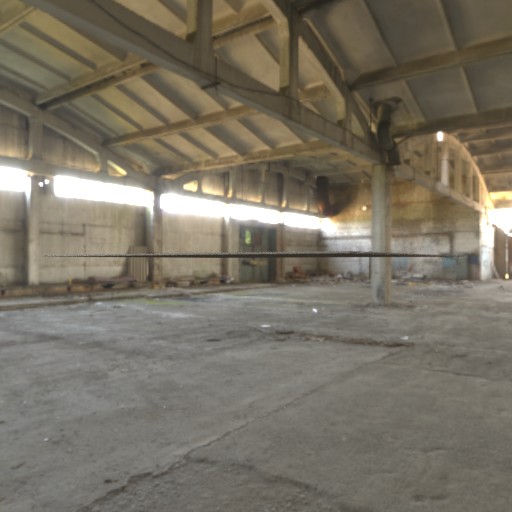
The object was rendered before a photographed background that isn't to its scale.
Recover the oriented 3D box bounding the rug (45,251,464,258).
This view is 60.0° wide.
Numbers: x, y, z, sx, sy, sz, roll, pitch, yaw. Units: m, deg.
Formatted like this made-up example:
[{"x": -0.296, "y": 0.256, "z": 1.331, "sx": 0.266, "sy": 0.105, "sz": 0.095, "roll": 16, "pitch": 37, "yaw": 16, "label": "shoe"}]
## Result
[{"x": 0.000, "y": 0.000, "z": 4.037, "sx": 3.051, "sy": 0.013, "sz": 2.380, "roll": 0, "pitch": -1, "yaw": 36, "label": "rug"}]
